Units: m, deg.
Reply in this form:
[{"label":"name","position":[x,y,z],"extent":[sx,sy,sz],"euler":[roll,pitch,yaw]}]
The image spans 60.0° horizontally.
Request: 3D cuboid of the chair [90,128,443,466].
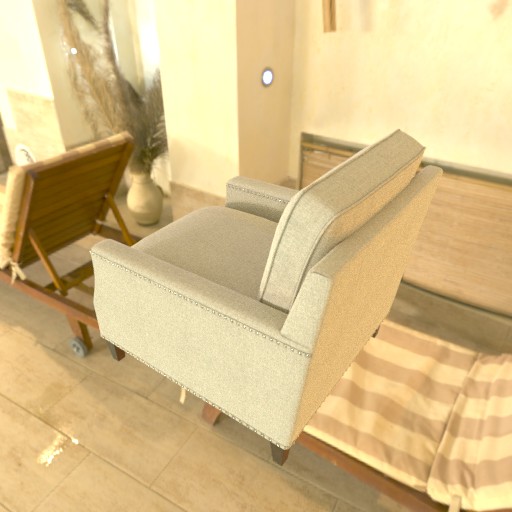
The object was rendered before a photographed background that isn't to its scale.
[{"label":"chair","position":[0.000,0.000,1.678],"extent":[1.014,0.943,0.853],"euler":[21,37,30]}]
